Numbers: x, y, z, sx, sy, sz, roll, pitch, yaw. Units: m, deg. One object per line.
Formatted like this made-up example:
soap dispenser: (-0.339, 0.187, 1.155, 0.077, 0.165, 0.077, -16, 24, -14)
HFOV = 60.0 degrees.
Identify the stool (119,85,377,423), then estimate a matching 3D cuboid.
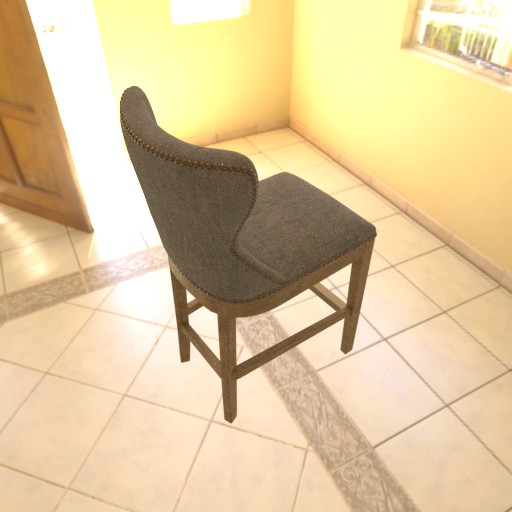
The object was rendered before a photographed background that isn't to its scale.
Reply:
stool: (0.000, 0.000, 1.335, 0.608, 0.981, 0.498, -26, 47, -27)
